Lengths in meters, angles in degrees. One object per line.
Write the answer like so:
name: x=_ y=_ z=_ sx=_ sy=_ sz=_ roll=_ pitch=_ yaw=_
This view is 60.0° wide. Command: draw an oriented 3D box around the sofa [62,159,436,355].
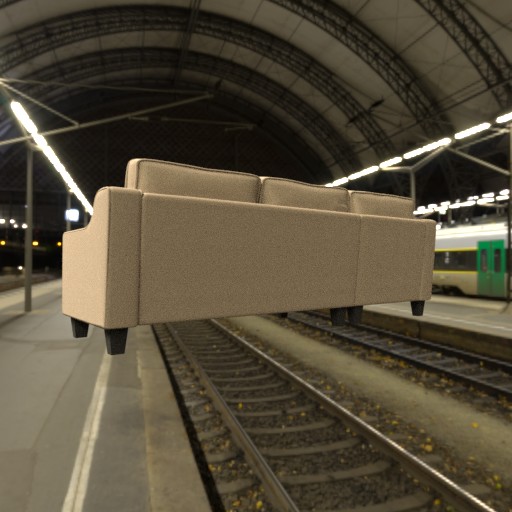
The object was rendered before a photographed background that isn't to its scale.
sofa: x=0.000 y=0.000 z=3.174 sx=2.561 sy=0.928 sz=1.294 roll=1 pitch=-1 yaw=-37
